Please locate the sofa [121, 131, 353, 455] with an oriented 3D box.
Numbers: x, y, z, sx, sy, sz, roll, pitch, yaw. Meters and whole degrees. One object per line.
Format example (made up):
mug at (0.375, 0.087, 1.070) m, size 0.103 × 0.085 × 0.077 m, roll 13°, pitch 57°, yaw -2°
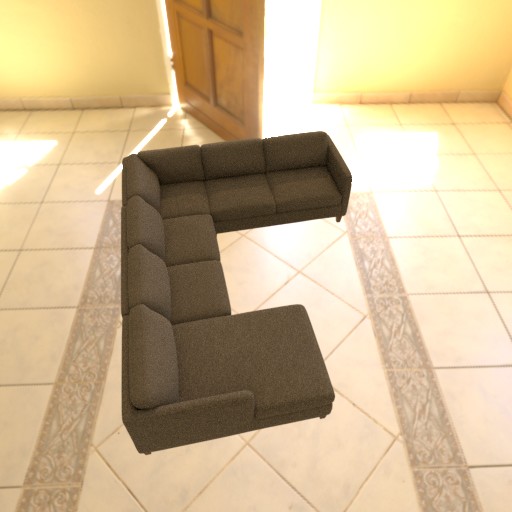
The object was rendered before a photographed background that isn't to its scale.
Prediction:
sofa at (0.000, 0.000, 4.433) m, size 2.551 × 0.853 × 3.238 m, roll -9°, pitch 47°, yaw -8°
